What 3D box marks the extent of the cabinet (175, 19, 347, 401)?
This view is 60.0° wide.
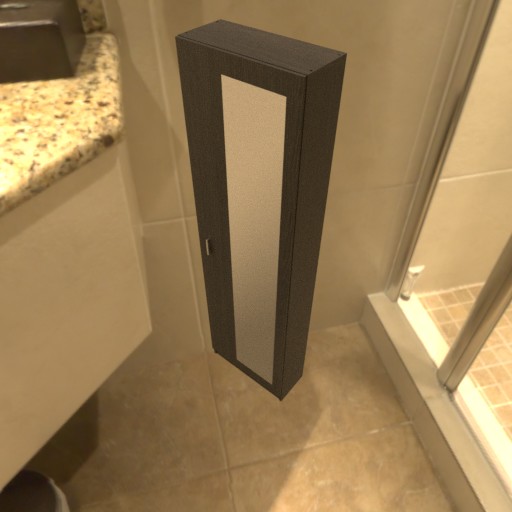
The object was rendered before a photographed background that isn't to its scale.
[{"bbox_3d":[0.000,0.000,1.970,0.500,1.790,0.230,30,52,27],"label":"cabinet"}]
